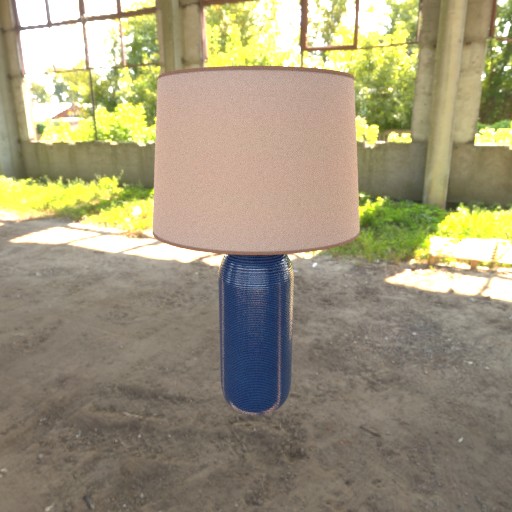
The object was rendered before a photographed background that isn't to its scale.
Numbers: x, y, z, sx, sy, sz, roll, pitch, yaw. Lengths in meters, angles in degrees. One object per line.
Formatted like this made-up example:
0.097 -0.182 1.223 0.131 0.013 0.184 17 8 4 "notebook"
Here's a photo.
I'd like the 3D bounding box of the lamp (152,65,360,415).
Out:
0.000 0.000 0.818 0.367 0.609 0.367 0 16 0 "lamp"
